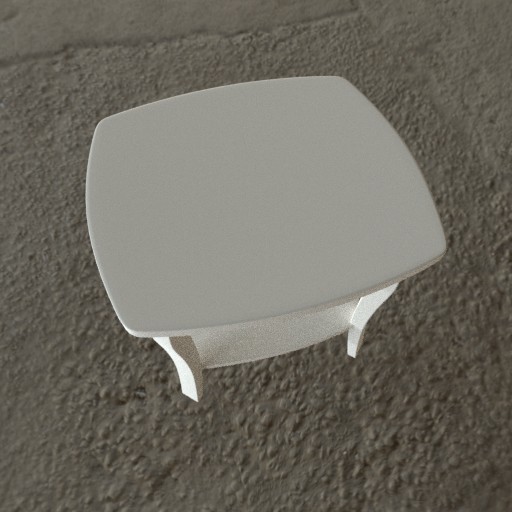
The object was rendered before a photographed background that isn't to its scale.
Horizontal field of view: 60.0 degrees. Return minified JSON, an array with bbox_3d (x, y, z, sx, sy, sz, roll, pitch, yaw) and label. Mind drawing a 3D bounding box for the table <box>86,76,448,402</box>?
[{"bbox_3d":[0.000,0.000,0.852,0.502,0.438,0.451,-13,59,-8],"label":"table"}]
